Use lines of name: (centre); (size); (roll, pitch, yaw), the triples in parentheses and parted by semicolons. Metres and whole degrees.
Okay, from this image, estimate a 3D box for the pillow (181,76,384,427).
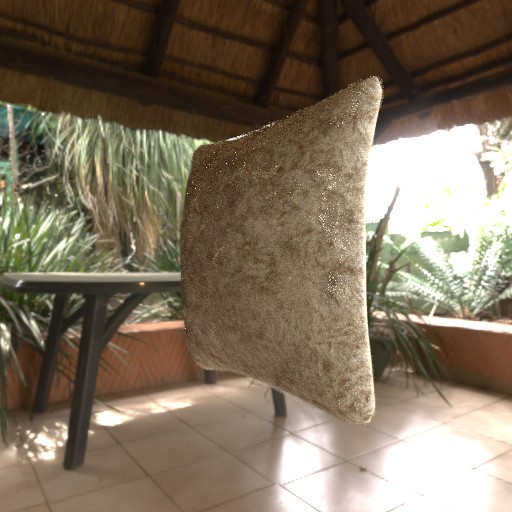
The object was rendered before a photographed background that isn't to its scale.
pillow: (0.000, 0.000, 0.826); (0.216, 0.525, 0.538); (0, 0, -36)
